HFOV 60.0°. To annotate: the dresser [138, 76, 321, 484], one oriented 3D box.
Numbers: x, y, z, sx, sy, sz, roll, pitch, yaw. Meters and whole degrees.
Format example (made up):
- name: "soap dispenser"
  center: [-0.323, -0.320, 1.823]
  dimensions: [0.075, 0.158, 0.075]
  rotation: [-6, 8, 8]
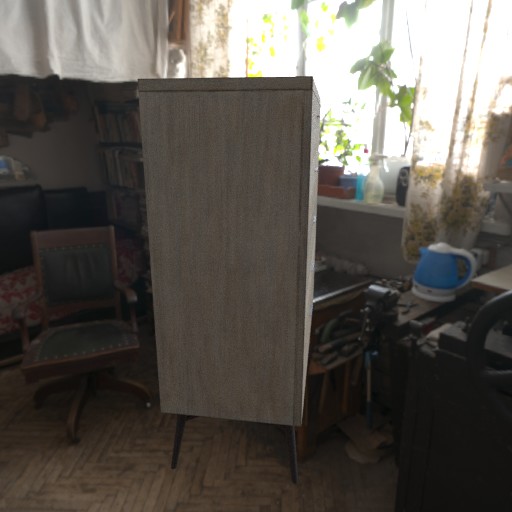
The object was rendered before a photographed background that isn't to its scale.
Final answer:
- name: "dresser"
  center: [0.000, 0.000, 1.752]
  dimensions: [0.457, 1.219, 1.016]
  rotation: [3, 17, 9]
